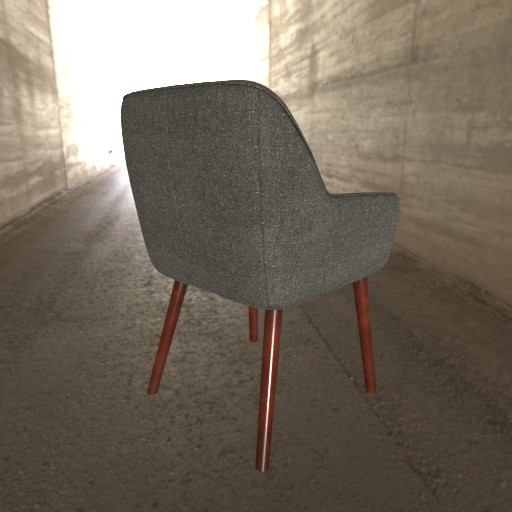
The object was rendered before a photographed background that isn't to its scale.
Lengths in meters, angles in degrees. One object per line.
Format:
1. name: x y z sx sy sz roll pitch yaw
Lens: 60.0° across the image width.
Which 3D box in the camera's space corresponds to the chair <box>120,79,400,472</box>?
1. chair: 0.000 0.000 1.156 0.543 0.803 0.519 14 21 42
